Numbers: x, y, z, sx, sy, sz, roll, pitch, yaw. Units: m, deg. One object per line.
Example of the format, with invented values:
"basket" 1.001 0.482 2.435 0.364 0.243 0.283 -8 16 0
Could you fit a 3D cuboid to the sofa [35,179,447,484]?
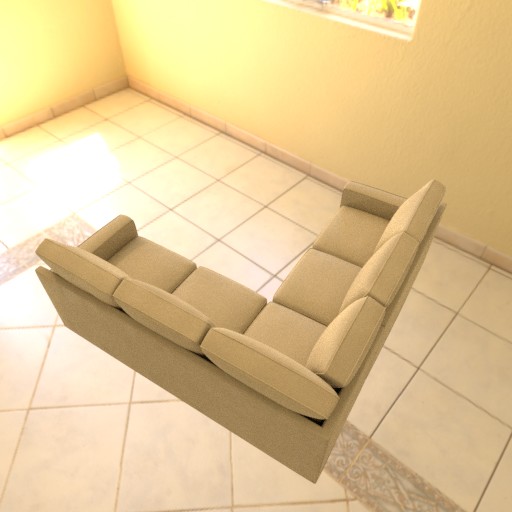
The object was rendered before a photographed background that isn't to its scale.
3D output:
"sofa" 0.000 0.000 3.392 2.189 0.939 2.182 24 51 21
